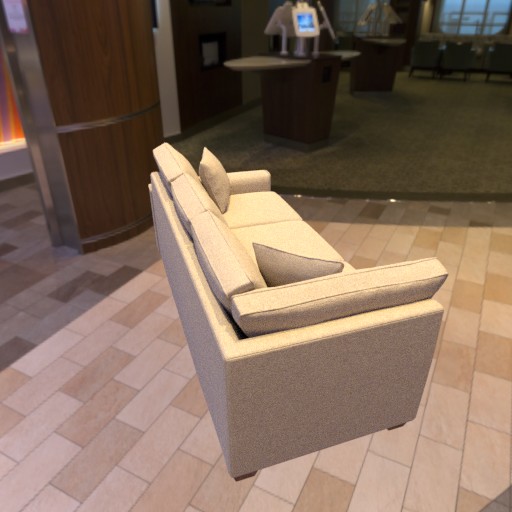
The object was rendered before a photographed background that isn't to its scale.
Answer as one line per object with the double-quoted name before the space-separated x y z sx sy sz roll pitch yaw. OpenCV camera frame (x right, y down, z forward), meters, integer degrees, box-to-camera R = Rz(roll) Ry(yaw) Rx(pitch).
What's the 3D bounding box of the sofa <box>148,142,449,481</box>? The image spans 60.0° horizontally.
"sofa" 0.000 0.000 2.840 1.061 0.962 2.317 -10 31 -16
